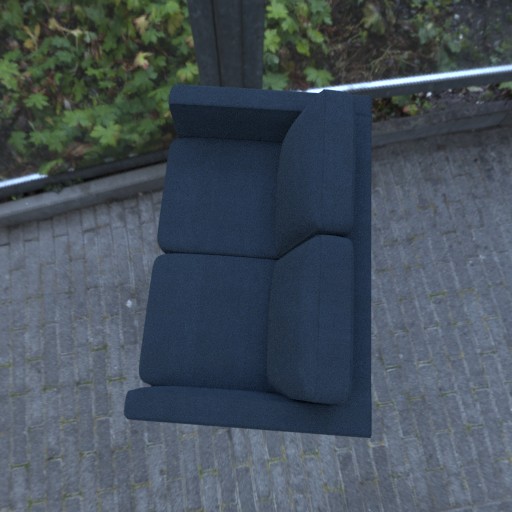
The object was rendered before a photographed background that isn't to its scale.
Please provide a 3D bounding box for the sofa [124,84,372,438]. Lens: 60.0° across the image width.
[{"bbox_3d":[0.000,0.000,2.135,0.999,0.930,1.518,4,74,1],"label":"sofa"}]
